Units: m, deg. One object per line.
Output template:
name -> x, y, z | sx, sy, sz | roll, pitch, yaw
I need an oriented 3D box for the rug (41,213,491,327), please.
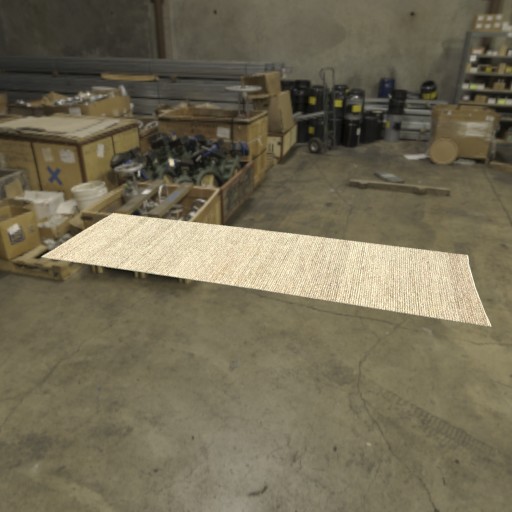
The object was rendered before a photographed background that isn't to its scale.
rug -> 0.000, 0.000, 2.578 | 2.390, 0.014, 0.741 | 8, 27, 15
